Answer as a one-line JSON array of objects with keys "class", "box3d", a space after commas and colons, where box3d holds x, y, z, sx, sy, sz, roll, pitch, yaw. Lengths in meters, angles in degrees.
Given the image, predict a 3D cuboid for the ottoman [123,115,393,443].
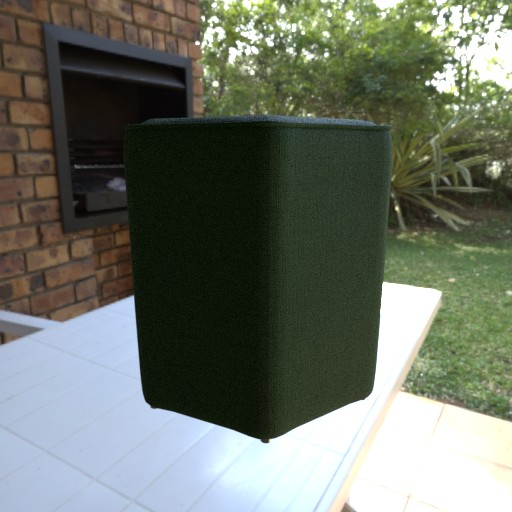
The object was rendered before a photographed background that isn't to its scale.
[{"class": "ottoman", "box3d": [0.000, 0.000, 0.878, 0.499, 0.507, 0.444, 7, 15, 25]}]
